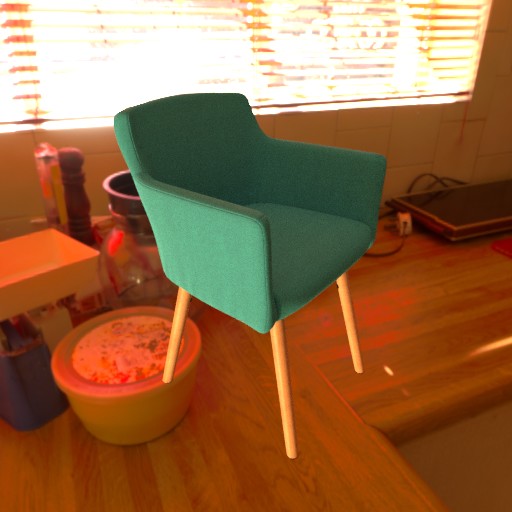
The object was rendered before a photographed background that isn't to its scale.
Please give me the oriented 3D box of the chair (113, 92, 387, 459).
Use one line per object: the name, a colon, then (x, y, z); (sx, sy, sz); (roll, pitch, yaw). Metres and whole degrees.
chair: (0.000, 0.000, 1.179); (0.540, 0.780, 0.570); (18, 32, 32)
